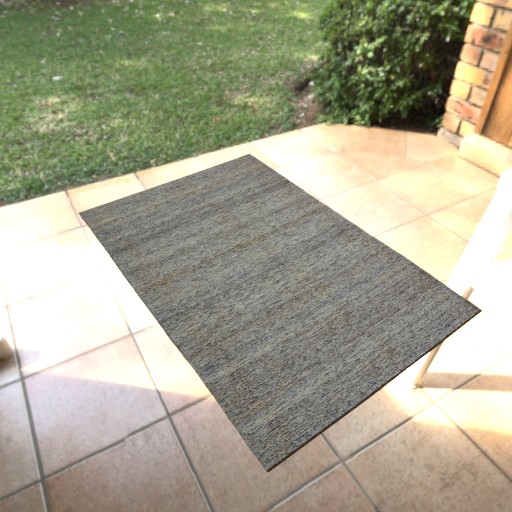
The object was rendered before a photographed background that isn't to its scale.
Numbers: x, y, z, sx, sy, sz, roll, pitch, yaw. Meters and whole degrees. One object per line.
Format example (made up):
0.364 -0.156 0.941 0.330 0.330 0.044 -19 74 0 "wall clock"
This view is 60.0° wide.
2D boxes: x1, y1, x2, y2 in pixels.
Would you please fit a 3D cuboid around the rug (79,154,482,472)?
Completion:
0.000 0.000 2.315 1.243 0.014 1.846 -25 47 -26 "rug"
